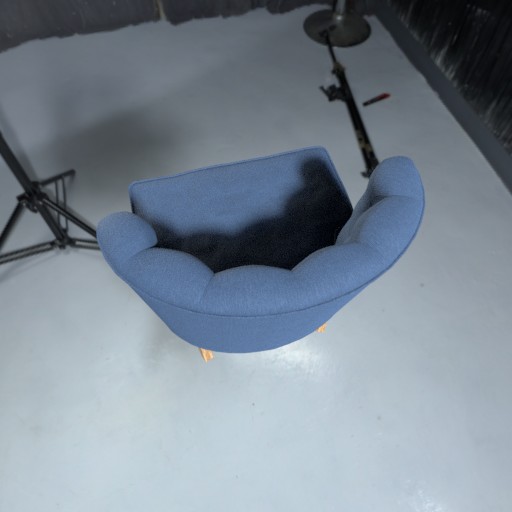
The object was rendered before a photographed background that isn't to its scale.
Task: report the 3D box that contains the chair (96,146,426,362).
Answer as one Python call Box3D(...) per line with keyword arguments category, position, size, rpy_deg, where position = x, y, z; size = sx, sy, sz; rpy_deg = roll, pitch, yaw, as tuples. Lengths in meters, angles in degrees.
Box3D(category="chair", position=(0.000, 0.000, 1.325), size=(0.740, 0.771, 0.718), rpy_deg=(-13, 58, -8))
